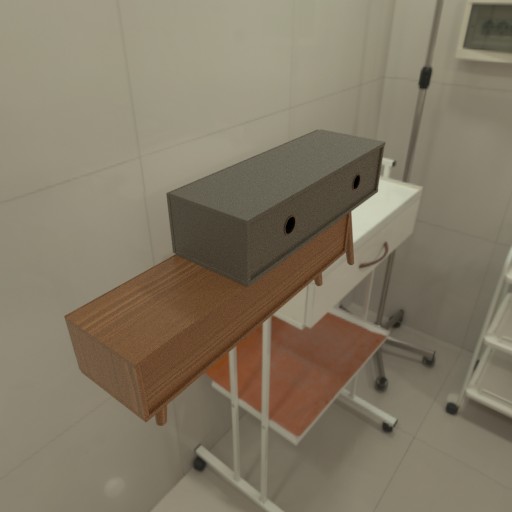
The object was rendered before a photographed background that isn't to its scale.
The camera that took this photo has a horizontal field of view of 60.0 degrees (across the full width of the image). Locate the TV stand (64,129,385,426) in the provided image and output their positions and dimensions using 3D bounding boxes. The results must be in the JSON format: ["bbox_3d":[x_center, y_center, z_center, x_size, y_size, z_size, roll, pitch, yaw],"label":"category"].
[{"bbox_3d":[0.000,0.000,1.630,0.329,0.591,1.336,22,38,32],"label":"TV stand"}]
